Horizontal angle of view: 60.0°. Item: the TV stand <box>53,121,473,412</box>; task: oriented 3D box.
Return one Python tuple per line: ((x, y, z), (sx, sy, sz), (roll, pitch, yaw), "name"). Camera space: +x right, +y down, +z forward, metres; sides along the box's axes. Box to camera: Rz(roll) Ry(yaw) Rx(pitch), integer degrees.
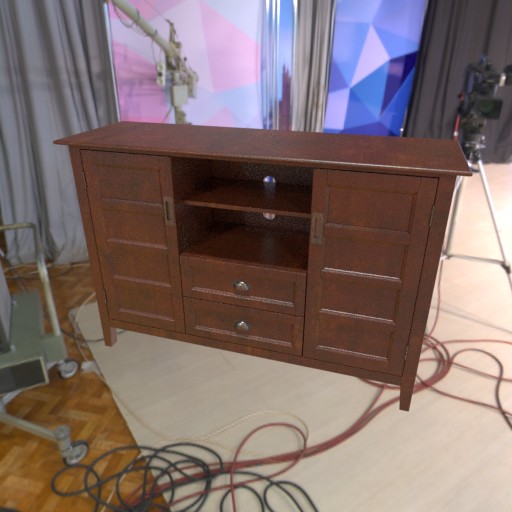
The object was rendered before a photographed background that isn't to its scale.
((0.000, 0.000, 1.773), (1.372, 0.915, 0.445), (8, 27, 16), "TV stand")
